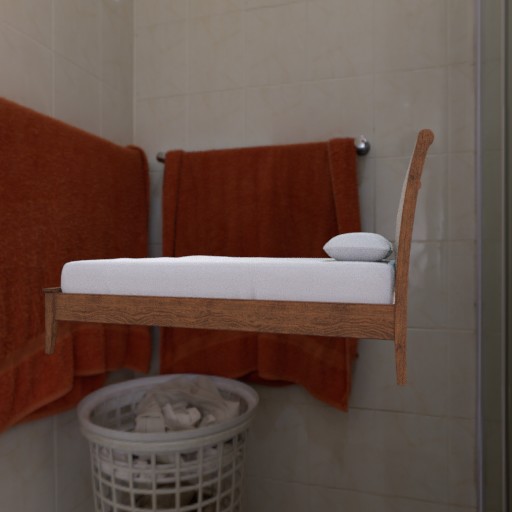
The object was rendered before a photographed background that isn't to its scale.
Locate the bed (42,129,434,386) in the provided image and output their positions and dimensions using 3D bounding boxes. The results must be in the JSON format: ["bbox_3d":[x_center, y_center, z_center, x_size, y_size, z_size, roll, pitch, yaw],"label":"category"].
[{"bbox_3d":[0.000,0.000,2.939,2.108,1.135,1.502,0,0,18],"label":"bed"}]
